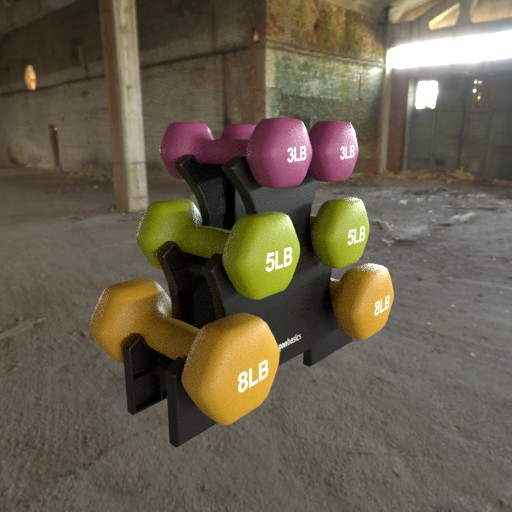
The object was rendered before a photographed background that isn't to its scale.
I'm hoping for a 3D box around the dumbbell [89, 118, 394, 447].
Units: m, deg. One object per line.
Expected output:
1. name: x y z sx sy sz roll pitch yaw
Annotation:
1. dumbbell: 0.000 0.000 0.467 0.190 0.271 0.300 13 20 41
